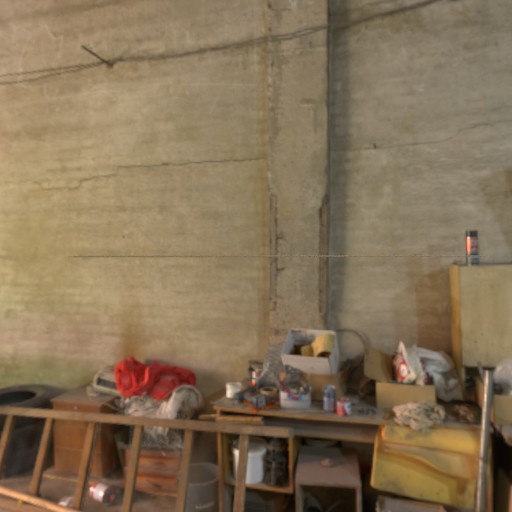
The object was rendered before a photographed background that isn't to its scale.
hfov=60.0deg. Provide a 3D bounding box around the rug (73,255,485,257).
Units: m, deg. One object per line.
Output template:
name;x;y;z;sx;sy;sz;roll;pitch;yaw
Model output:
rug;0.000;0.000;4.204;3.143;0.008;2.451;0;0;-19
